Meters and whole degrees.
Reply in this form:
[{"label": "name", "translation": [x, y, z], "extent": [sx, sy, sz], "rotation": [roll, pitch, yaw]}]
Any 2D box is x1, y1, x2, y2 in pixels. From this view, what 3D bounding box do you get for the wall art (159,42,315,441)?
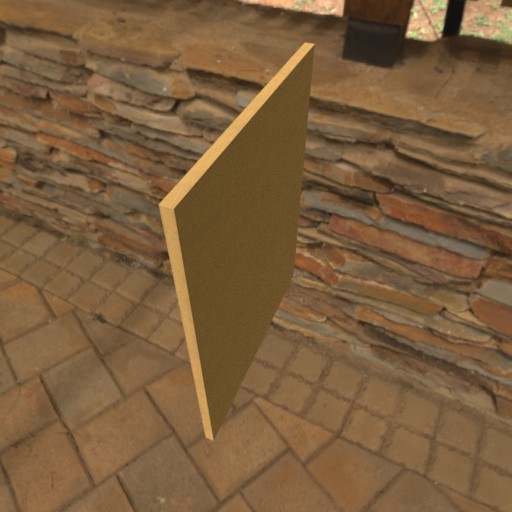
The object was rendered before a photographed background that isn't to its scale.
[{"label": "wall art", "translation": [0.000, 0.000, 1.379], "extent": [0.030, 1.002, 0.798], "rotation": [17, 48, 16]}]
